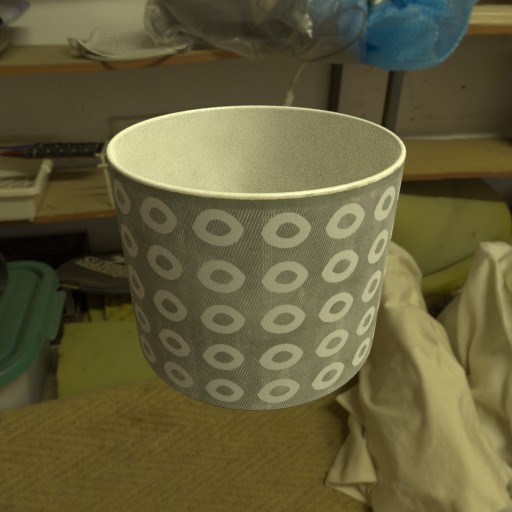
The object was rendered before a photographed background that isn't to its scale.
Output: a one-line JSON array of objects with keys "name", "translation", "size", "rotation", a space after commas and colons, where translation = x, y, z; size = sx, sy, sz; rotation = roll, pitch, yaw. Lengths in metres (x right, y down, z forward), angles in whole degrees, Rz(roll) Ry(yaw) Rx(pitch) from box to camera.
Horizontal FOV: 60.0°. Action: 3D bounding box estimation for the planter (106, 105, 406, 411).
[{"name": "planter", "translation": [0.000, 0.000, 0.338], "size": [0.190, 0.181, 0.190], "rotation": [0, 31, 0]}]
